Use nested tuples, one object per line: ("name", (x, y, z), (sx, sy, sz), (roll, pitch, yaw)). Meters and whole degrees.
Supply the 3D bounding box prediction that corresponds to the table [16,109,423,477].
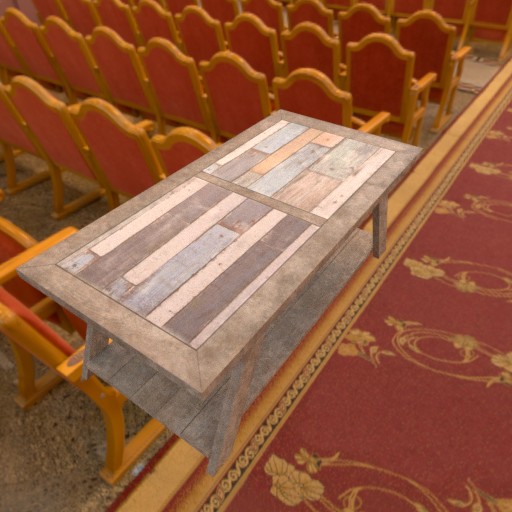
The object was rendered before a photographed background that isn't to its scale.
("table", (0.000, 0.000, 1.504), (0.610, 0.470, 1.219), (25, 46, 26))
